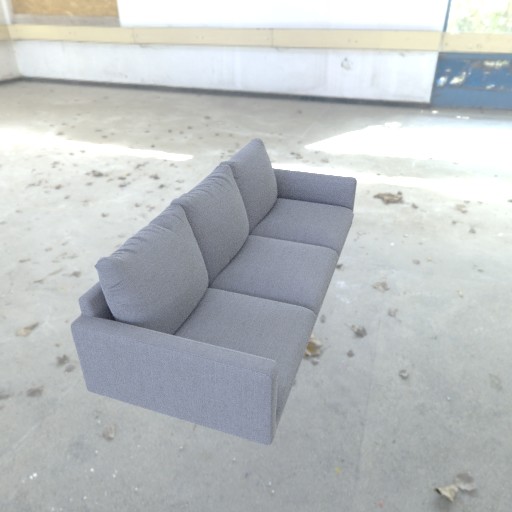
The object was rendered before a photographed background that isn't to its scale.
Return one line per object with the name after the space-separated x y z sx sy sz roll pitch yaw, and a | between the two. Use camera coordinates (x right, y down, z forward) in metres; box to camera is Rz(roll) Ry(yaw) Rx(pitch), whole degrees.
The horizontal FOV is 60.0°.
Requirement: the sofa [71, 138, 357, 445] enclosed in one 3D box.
0.000 0.000 2.487 0.850 0.830 2.000 10 32 16 | sofa
